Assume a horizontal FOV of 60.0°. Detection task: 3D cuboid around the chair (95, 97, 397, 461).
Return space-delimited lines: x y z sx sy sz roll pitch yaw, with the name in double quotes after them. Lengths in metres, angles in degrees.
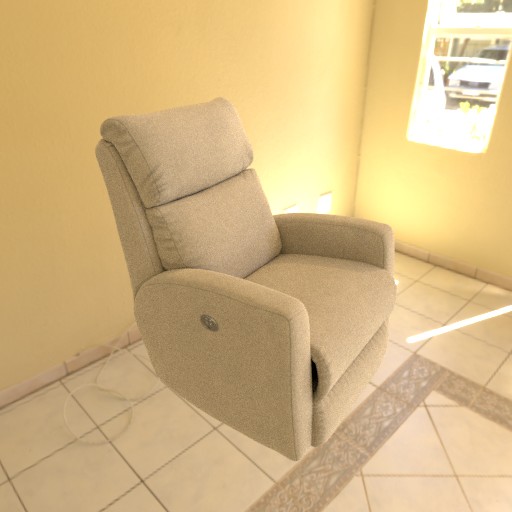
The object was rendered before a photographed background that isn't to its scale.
0.000 0.000 1.663 0.940 1.021 0.794 19 33 31 "chair"
